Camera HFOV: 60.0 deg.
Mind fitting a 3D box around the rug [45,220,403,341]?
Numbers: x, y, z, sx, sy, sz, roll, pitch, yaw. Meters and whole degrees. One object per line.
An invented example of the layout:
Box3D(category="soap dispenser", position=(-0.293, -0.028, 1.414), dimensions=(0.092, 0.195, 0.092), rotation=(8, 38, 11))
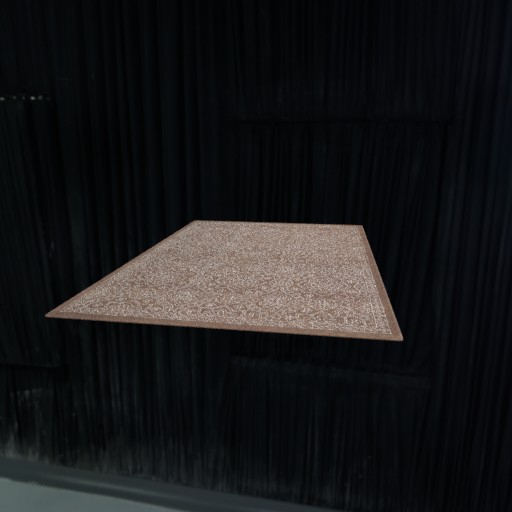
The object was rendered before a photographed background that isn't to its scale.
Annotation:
Box3D(category="rug", position=(0.000, 0.000, 2.921), dimensions=(1.524, 0.011, 2.286), rotation=(2, 15, 9))
